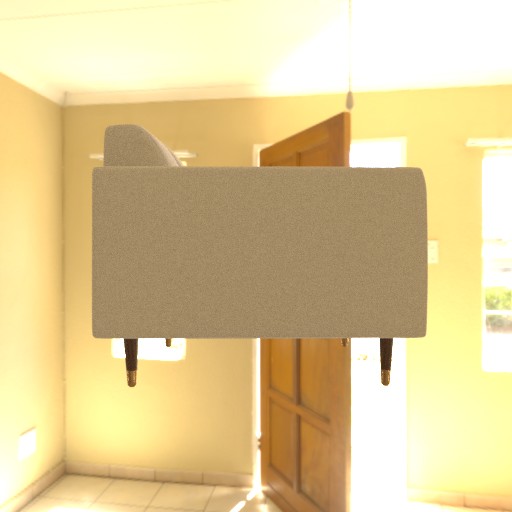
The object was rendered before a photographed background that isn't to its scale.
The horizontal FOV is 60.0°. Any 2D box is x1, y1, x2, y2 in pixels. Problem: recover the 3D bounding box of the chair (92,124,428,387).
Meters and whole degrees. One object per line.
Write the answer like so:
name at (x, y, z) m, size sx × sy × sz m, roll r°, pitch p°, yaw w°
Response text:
chair at (0.000, 0.000, 1.701) m, size 0.998 × 0.819 × 0.953 m, roll 0°, pitch 0°, yaw -1°
